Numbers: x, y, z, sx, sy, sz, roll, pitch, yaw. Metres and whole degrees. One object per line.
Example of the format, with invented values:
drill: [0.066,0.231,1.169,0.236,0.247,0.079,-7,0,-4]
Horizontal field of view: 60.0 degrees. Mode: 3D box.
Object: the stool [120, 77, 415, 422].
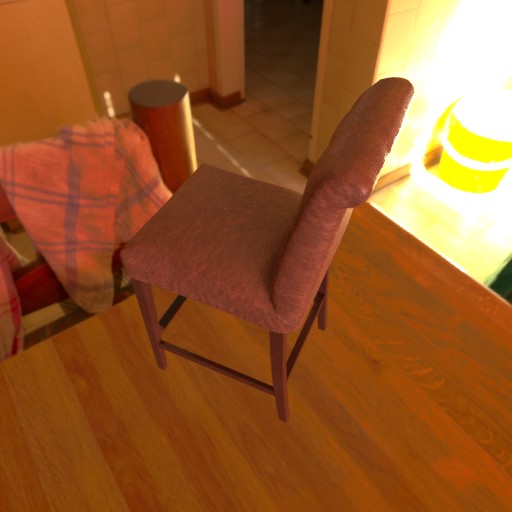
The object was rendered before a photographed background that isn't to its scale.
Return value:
stool: [0.000,0.000,1.391,0.660,1.084,0.486,18,49,17]
